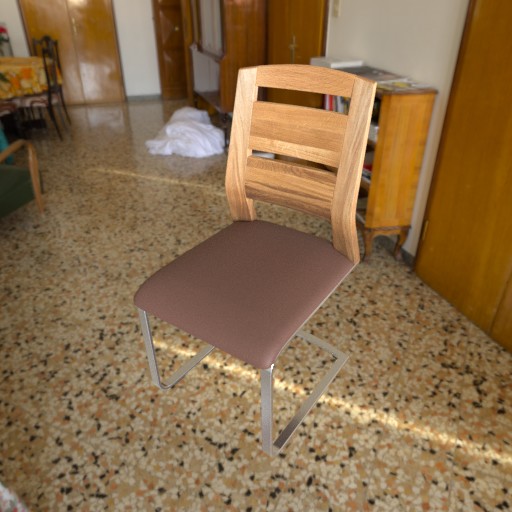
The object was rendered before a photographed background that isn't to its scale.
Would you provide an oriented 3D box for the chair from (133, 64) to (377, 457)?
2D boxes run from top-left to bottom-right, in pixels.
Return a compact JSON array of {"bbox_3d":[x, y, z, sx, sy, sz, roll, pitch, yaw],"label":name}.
[{"bbox_3d":[0.000,0.000,1.279,0.460,0.970,0.570,20,36,30],"label":"chair"}]
